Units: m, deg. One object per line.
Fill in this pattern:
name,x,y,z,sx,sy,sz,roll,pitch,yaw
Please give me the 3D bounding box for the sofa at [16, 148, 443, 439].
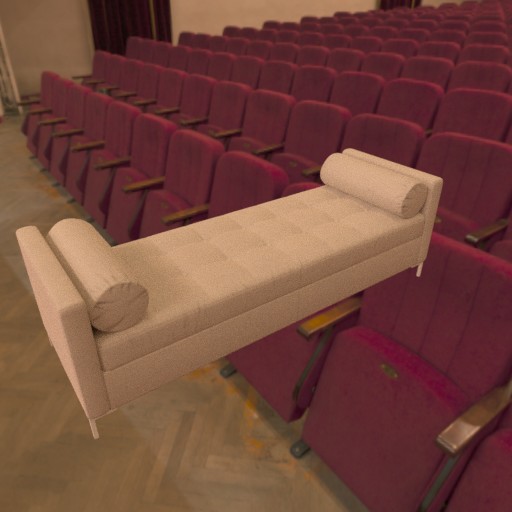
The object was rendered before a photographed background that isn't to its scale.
sofa,0.000,0.000,2.246,1.981,0.635,0.686,-20,36,-30
